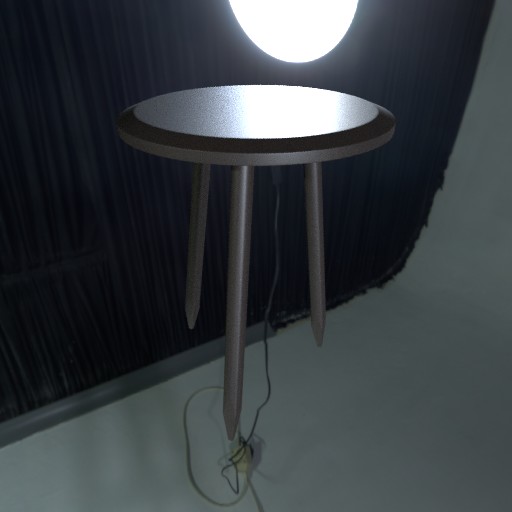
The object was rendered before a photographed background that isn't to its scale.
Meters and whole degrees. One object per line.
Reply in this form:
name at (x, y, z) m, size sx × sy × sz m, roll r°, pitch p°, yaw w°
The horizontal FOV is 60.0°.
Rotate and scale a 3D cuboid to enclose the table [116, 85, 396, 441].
table at (0.000, 0.000, 0.894) m, size 0.457 × 0.585 × 0.457 m, roll 0°, pitch 30°, yaw 0°
